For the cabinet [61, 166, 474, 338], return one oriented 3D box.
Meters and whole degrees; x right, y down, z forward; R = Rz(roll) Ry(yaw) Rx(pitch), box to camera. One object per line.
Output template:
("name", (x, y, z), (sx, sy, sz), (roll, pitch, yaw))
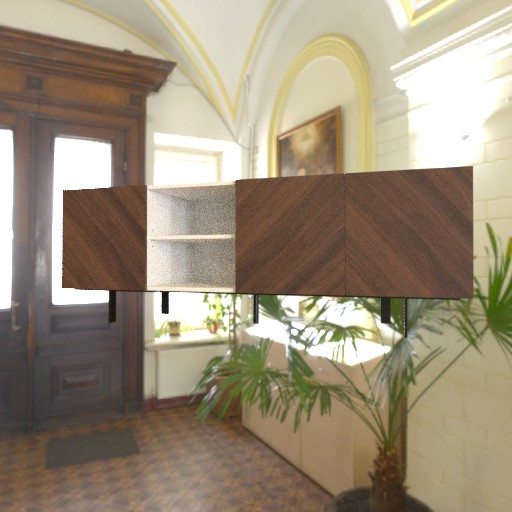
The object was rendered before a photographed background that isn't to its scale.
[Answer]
("cabinet", (0.000, 0.000, 1.755), (1.499, 0.533, 0.431), (0, 0, 18))
